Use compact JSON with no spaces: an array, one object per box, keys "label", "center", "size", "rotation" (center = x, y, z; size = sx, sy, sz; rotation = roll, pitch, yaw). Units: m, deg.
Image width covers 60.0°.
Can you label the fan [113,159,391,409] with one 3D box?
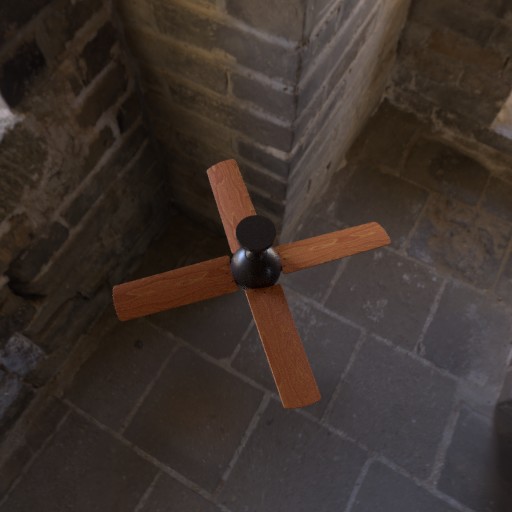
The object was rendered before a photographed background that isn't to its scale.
[{"label":"fan","center":[0.000,0.000,2.004],"size":[1.332,0.403,1.332],"rotation":[-15,61,-8]}]
